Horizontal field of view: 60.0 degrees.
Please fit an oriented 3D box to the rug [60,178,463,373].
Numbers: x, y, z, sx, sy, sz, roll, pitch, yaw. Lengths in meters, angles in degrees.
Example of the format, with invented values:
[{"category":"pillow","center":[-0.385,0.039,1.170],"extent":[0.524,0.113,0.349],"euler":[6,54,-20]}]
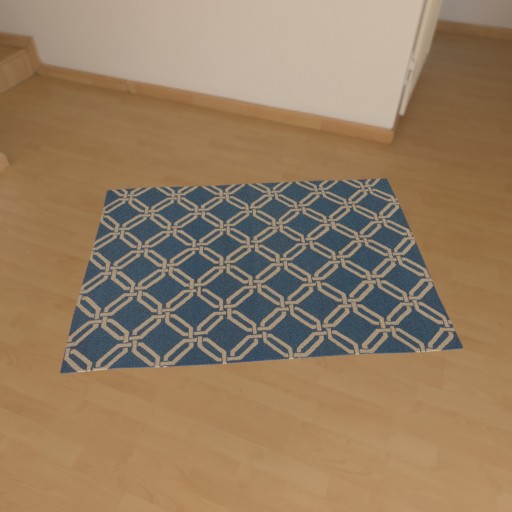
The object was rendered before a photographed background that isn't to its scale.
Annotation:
[{"category":"rug","center":[0.000,0.000,2.835],"extent":[2.135,0.013,1.524],"euler":[-3,46,-3]}]
